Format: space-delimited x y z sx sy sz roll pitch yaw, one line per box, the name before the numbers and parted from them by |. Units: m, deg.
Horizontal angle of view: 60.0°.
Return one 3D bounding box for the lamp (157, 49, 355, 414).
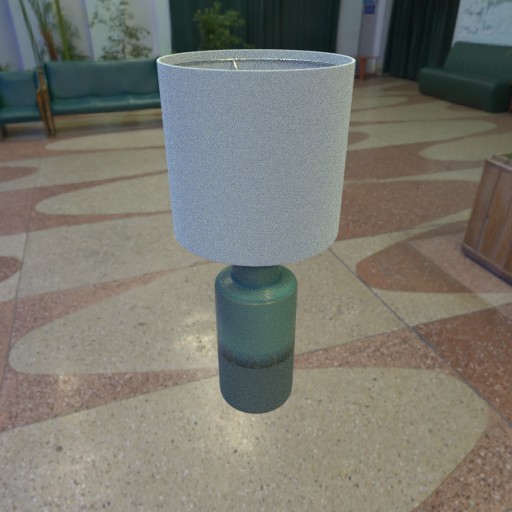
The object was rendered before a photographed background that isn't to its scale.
lamp | 0.000 0.000 0.602 0.212 0.493 0.212 -8 31 -14
